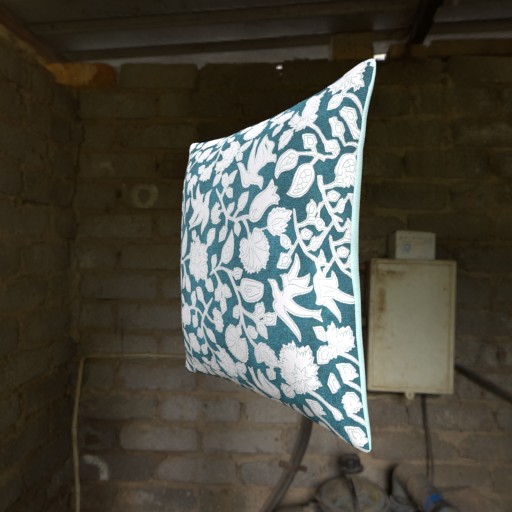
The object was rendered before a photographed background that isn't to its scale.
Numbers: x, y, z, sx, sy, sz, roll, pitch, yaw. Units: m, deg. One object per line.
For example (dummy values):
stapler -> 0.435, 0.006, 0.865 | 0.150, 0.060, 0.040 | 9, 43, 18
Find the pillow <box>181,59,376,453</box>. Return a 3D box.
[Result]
pillow -> 0.000, 0.000, 0.783 | 0.166, 0.508, 0.525 | 0, -1, -35
